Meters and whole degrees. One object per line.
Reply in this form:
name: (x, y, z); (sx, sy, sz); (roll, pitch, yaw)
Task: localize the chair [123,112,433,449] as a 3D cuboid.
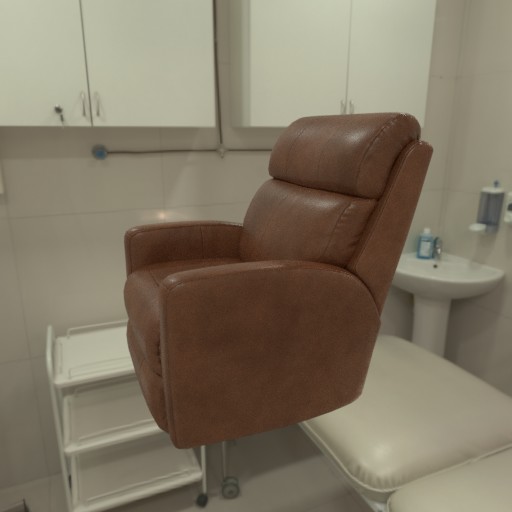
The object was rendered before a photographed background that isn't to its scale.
chair: (0.000, 0.000, 1.652); (0.939, 1.016, 0.787); (-7, 17, -23)
